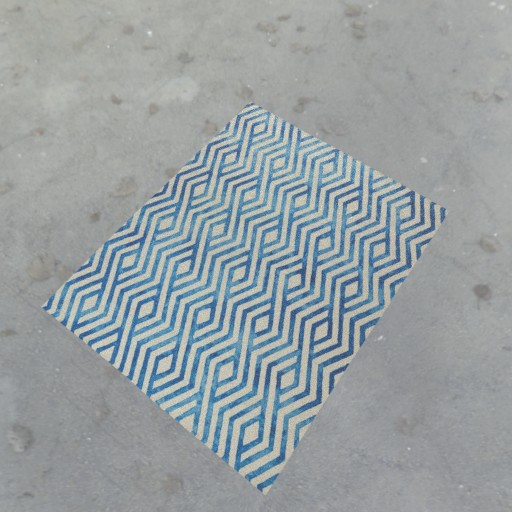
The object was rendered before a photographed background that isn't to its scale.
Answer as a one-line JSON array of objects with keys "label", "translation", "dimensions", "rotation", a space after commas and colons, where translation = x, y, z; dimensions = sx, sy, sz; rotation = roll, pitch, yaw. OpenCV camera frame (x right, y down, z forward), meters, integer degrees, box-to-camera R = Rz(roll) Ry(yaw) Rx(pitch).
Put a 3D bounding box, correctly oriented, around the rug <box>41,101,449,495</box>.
[{"label": "rug", "translation": [0.000, 0.000, 4.122], "dimensions": [2.453, 0.008, 3.059], "rotation": [34, 68, 16]}]
